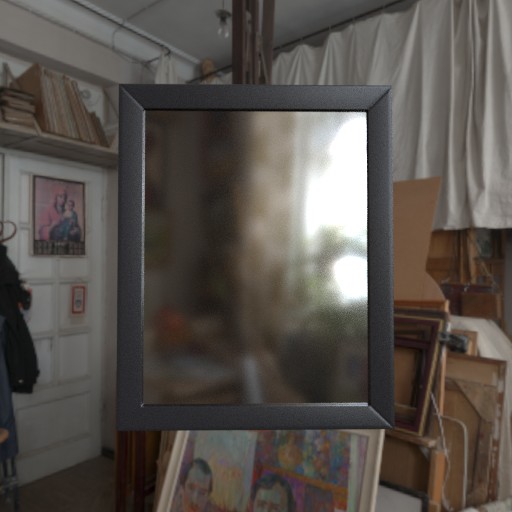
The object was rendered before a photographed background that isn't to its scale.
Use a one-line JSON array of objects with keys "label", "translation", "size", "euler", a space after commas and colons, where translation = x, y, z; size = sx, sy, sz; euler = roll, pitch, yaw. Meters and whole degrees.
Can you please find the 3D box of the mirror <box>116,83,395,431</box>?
[{"label": "mirror", "translation": [0.000, 0.000, 0.671], "size": [0.405, 0.508, 0.041], "euler": [0, -1, -1]}]
